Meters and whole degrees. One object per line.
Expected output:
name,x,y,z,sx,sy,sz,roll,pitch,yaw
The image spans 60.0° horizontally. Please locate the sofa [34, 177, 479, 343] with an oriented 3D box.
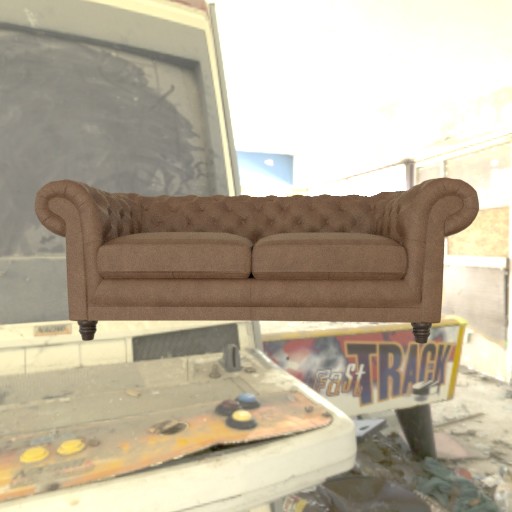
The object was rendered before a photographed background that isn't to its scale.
sofa,0.000,0.000,2.469,2.048,0.784,0.955,0,1,2
